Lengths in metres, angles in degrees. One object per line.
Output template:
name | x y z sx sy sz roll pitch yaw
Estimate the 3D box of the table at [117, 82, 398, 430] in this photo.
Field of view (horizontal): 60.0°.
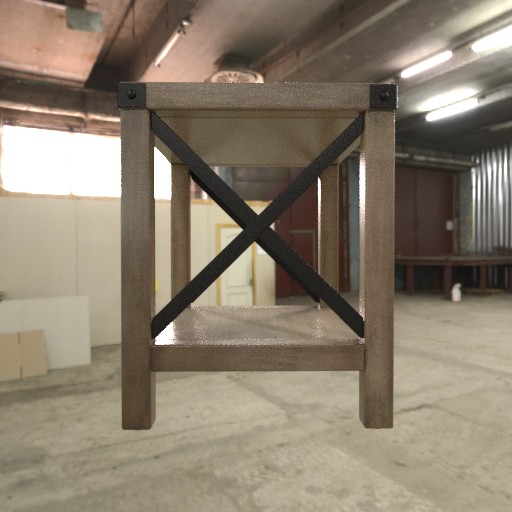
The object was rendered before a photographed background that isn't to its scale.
table | 0.000 0.000 0.953 0.459 0.561 0.510 0 1 -1
